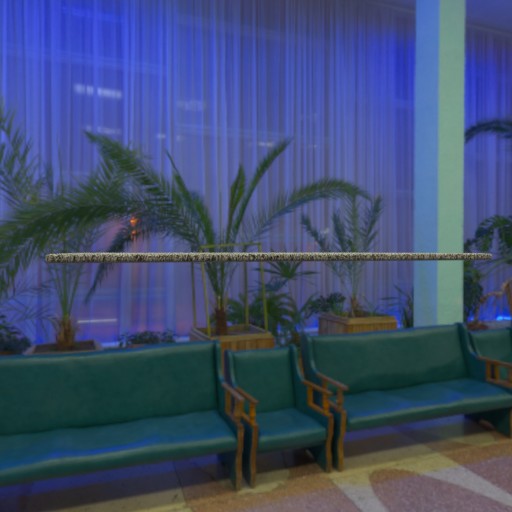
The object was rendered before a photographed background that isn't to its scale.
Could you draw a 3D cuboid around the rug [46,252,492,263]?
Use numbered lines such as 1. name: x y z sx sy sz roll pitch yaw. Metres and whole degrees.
1. rug: 0.000 0.000 2.230 1.778 0.030 1.219 0 1 -18
